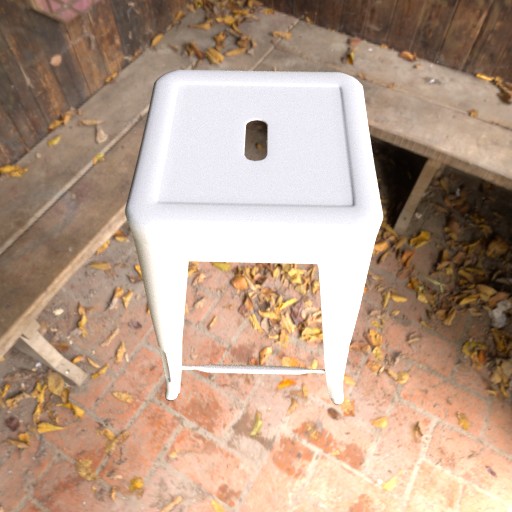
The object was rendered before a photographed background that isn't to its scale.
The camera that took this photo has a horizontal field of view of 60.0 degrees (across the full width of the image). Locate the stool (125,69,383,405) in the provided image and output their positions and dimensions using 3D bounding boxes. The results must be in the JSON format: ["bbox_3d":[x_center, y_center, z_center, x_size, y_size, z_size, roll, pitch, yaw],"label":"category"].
[{"bbox_3d":[0.000,0.000,0.853,0.406,0.610,0.406,1,58,1],"label":"stool"}]
